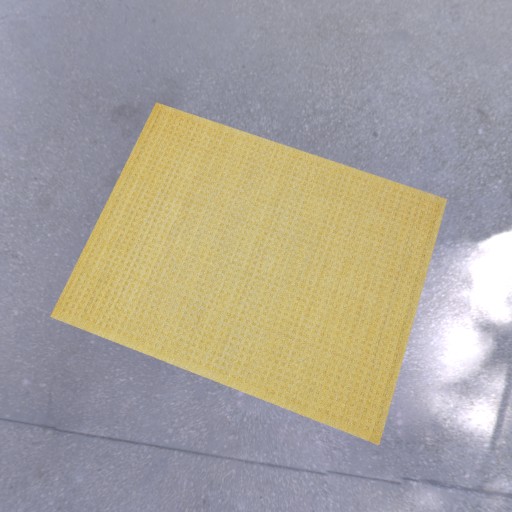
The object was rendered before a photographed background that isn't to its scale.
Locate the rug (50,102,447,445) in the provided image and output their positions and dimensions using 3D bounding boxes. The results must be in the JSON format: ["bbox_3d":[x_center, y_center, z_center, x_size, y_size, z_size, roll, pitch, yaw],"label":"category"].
[{"bbox_3d":[0.000,0.000,4.369,3.242,0.015,2.486,20,76,5],"label":"rug"}]
